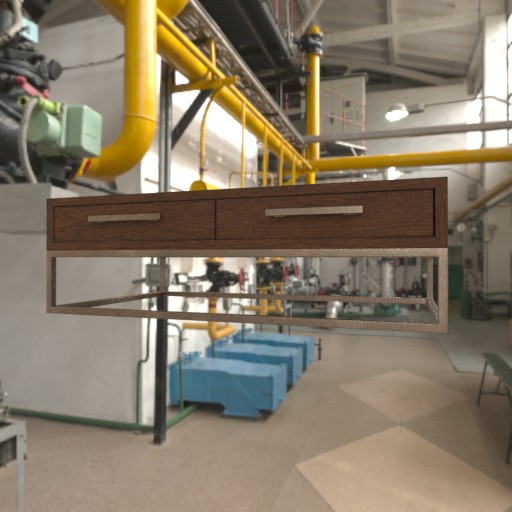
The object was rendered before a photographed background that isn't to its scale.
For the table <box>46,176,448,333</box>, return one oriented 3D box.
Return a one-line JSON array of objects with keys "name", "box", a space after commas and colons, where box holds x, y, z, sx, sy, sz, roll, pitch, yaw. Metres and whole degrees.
[{"name": "table", "box": [0.000, 0.000, 1.526, 1.167, 0.361, 0.719, 0, 0, 19]}]
